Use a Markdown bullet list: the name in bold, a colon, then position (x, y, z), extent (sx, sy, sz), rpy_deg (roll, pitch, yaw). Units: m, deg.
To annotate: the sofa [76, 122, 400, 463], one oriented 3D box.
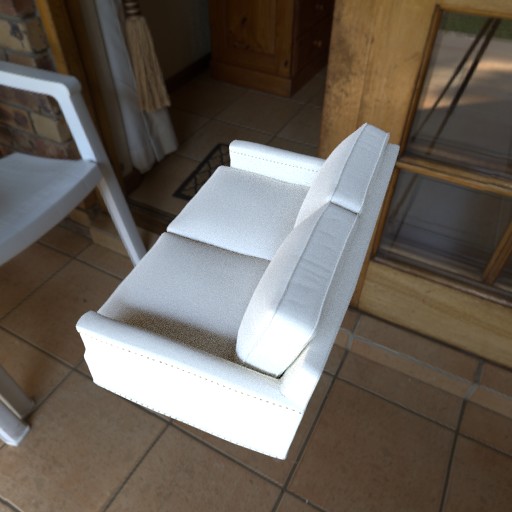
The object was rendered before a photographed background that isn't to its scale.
- **sofa**: position (0.000, 0.000, 2.281), extent (1.084, 1.003, 1.597), rpy_deg (16, 48, 16)
